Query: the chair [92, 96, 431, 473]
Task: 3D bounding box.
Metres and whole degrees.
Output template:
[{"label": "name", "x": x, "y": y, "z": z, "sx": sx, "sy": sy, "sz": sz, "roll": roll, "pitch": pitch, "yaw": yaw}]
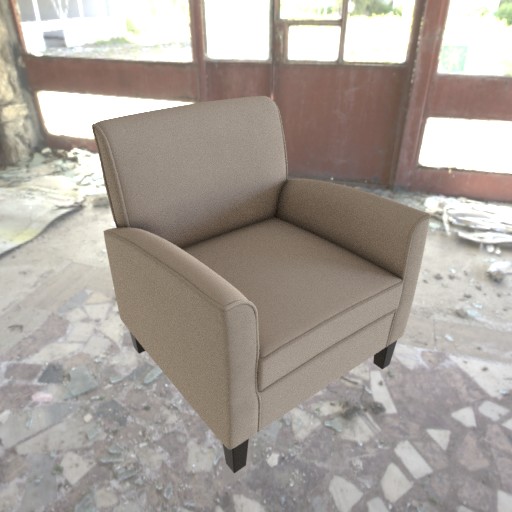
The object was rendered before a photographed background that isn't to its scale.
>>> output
[{"label": "chair", "x": 0.000, "y": 0.000, "z": 1.563, "sx": 0.820, "sy": 0.915, "sz": 0.820, "roll": -22, "pitch": 37, "yaw": -32}]
